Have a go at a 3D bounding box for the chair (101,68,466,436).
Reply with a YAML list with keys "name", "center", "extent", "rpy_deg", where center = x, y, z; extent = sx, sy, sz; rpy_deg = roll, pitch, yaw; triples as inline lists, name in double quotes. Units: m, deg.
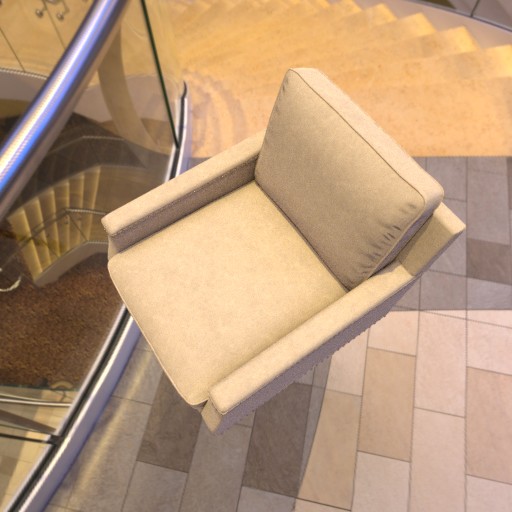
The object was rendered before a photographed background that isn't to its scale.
- name: "chair"
  center: [0.000, 0.000, 1.684]
  extent: [1.014, 0.943, 0.853]
  rpy_deg: [-32, 68, -14]
